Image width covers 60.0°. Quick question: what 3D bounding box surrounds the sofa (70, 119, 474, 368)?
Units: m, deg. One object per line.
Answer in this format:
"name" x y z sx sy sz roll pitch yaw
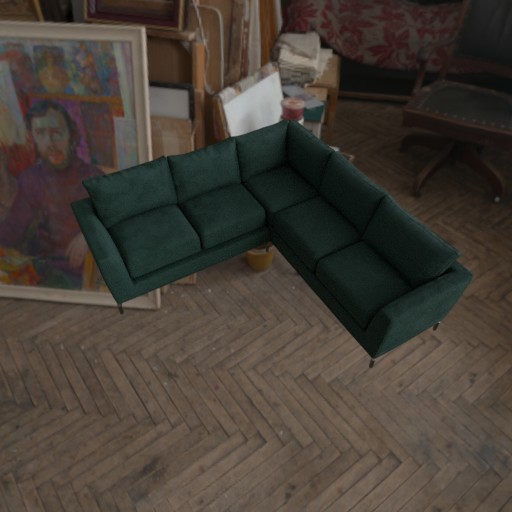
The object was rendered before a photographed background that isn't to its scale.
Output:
"sofa" 0.000 0.000 3.865 2.468 1.004 2.452 -23 51 -20
